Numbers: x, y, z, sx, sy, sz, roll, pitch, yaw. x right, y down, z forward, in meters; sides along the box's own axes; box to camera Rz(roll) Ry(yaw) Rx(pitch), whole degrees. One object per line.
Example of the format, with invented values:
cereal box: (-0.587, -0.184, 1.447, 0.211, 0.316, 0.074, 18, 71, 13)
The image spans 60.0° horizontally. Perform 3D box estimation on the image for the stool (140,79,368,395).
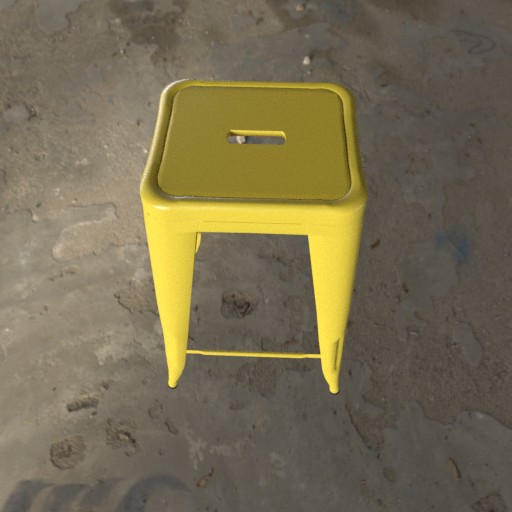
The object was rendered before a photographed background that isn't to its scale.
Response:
stool: (0.000, 0.000, 0.864, 0.399, 0.609, 0.359, 1, 57, 1)
